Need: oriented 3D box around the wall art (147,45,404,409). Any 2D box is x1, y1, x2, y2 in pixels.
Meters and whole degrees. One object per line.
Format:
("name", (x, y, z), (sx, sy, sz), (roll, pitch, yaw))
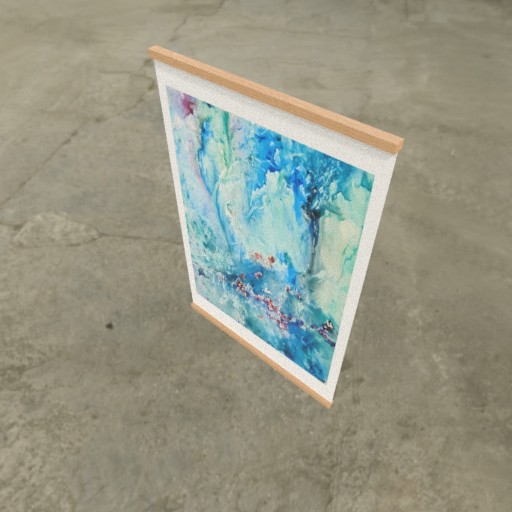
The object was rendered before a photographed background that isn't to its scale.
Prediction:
("wall art", (0.000, 0.000, 0.777), (0.401, 0.611, 0.016), (31, 53, 27))
